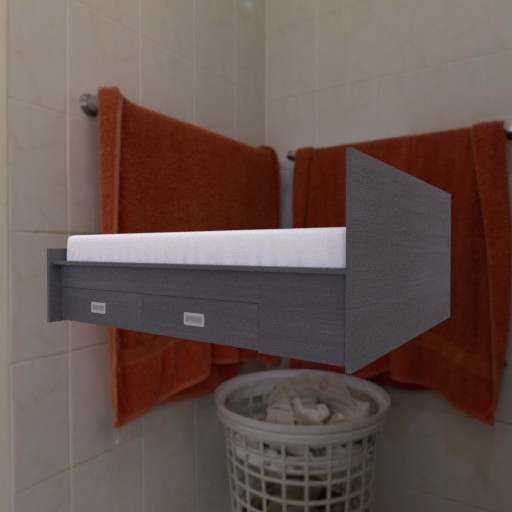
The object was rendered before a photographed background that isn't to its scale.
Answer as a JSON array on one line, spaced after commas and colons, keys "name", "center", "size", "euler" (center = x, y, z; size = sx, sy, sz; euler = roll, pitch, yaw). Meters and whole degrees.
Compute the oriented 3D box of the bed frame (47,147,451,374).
[{"name": "bed frame", "center": [0.000, 0.000, 2.789], "size": [1.960, 0.800, 1.622], "euler": [1, 1, 35]}]
